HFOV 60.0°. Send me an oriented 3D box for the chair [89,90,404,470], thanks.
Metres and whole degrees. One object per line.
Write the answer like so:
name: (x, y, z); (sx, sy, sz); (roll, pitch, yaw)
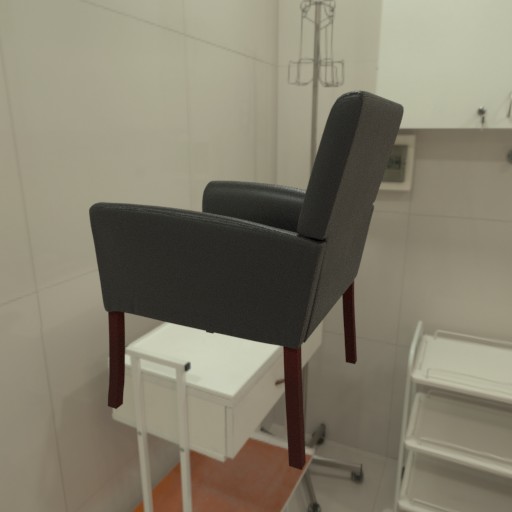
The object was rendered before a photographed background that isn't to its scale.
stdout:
chair: (0.000, 0.000, 1.447); (0.772, 0.951, 0.683); (7, 17, 24)
